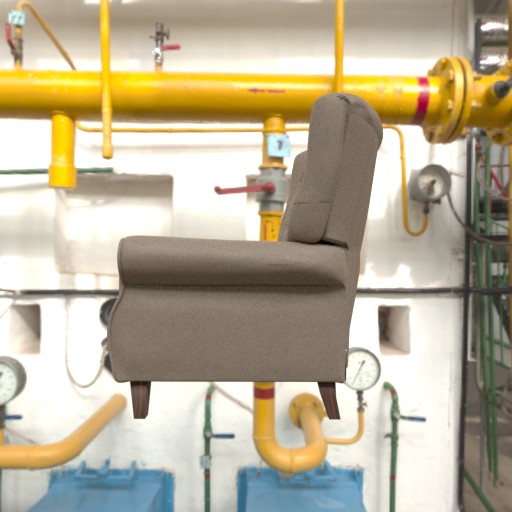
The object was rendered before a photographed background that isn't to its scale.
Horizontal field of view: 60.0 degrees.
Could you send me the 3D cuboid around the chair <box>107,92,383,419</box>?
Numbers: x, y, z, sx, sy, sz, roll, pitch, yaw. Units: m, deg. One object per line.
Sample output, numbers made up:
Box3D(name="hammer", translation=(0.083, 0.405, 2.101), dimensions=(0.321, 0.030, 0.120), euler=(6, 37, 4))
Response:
Box3D(name="chair", translation=(0.000, 0.000, 1.903), dimensions=(1.041, 1.138, 0.999), euler=(0, 0, 1))
